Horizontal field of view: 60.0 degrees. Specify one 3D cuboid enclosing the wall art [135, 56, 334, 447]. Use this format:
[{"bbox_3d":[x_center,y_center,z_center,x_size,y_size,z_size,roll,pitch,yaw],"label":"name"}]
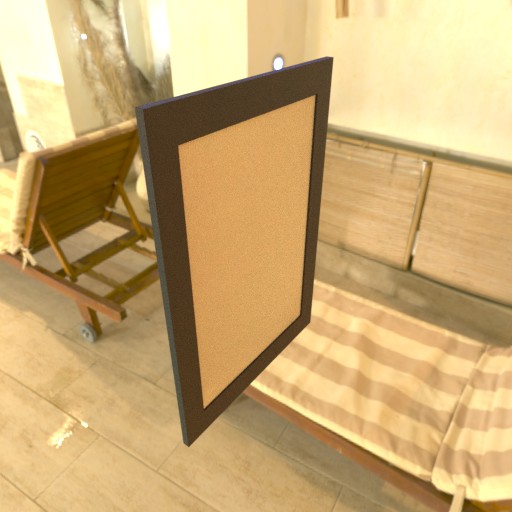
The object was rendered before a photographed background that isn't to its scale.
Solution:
[{"bbox_3d":[0.000,0.000,0.665,0.013,0.508,0.359,22,39,30],"label":"wall art"}]
